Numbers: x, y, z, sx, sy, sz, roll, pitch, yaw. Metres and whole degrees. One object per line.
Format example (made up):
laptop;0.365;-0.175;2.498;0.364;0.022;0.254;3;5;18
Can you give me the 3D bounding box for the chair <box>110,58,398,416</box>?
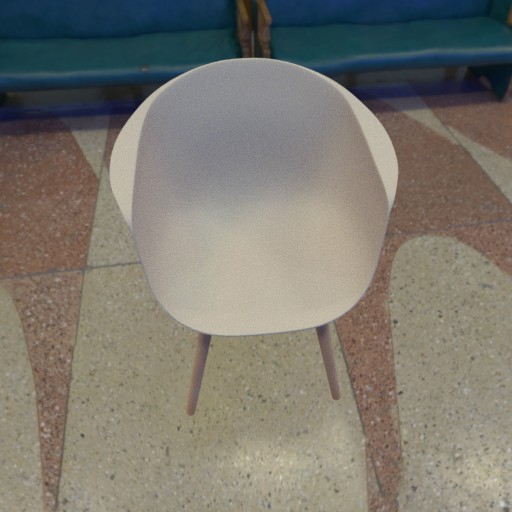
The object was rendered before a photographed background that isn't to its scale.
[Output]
chair;0.000;0.000;1.122;0.593;0.781;0.504;-5;48;-4
